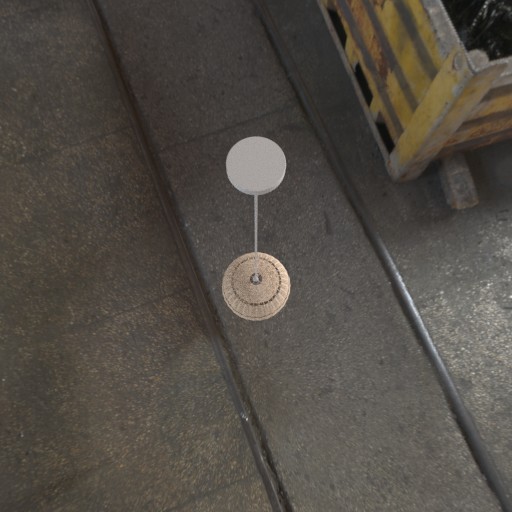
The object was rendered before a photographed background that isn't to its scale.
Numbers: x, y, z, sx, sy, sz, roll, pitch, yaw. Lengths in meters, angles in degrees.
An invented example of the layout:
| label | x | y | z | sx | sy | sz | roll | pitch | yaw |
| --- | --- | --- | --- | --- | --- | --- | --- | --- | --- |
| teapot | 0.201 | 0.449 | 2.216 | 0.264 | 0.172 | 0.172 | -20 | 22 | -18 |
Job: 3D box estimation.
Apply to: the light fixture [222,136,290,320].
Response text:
| label | x | y | z | sx | sy | sz | roll | pitch | yaw |
| --- | --- | --- | --- | --- | --- | --- | --- | --- | --- |
| light fixture | 0.000 | 0.000 | 2.210 | 0.457 | 2.019 | 0.457 | 34 | 78 | 8 |
